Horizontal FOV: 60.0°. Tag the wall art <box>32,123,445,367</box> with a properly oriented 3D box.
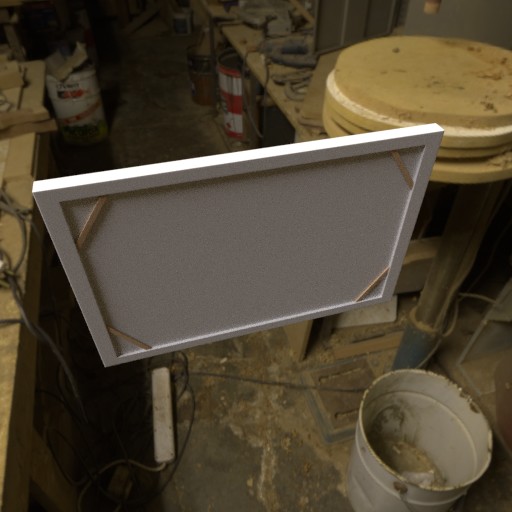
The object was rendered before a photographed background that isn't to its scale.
[{"bbox_3d":[0.000,0.000,1.173,0.914,0.609,0.038,-11,44,-12],"label":"wall art"}]
